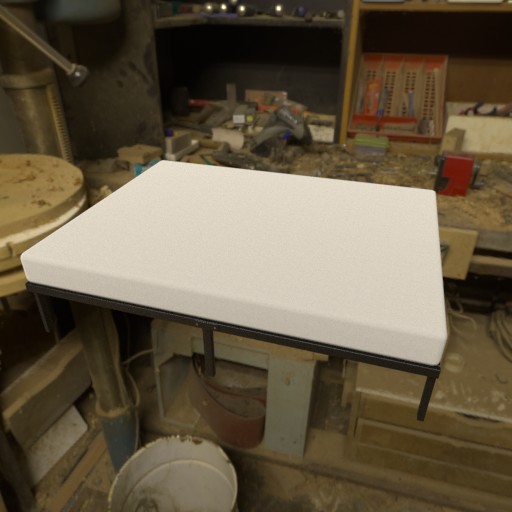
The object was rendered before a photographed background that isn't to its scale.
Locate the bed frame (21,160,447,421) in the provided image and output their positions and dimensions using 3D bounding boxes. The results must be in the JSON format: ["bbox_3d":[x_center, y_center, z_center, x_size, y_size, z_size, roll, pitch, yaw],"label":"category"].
[{"bbox_3d":[0.000,0.000,3.494,2.635,0.680,1.990,9,32,15],"label":"bed frame"}]
